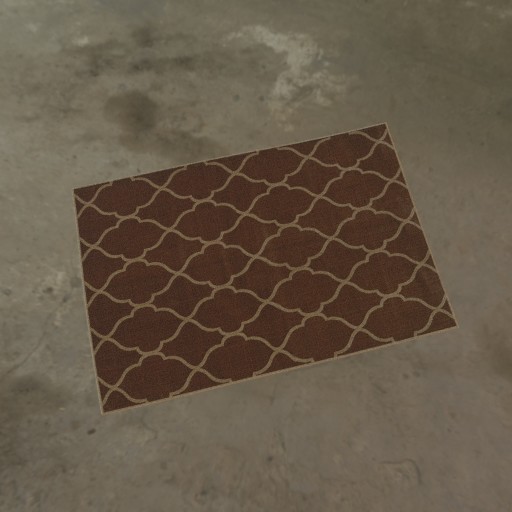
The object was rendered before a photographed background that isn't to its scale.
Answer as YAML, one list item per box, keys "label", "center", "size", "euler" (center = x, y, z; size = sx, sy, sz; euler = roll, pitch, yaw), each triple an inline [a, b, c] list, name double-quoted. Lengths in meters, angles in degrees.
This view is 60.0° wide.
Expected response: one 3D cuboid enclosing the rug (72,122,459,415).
- label: "rug"
  center: [0.000, 0.000, 2.941]
  size: [2.294, 0.014, 1.528]
  euler: [-13, 75, -3]
